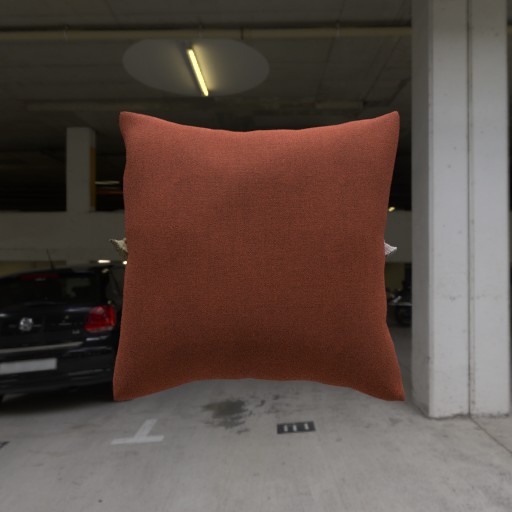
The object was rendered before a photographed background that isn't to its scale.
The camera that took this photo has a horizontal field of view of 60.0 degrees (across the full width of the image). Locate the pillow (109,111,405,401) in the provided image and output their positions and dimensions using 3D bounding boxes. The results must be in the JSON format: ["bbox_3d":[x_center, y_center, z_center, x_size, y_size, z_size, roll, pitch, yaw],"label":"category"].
[{"bbox_3d":[0.000,0.000,0.752,0.490,0.482,0.165,0,0,1],"label":"pillow"}]
